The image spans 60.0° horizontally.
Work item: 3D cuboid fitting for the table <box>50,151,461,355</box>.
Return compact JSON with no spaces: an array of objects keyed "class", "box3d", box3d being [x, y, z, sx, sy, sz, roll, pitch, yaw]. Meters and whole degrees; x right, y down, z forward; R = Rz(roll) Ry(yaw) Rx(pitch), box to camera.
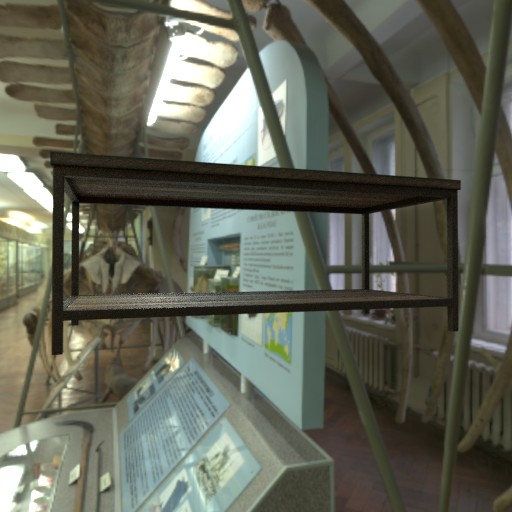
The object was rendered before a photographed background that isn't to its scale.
[{"class":"table","box3d":[0.000,0.000,1.230,0.990,0.399,0.452,0,-1,-18]}]
